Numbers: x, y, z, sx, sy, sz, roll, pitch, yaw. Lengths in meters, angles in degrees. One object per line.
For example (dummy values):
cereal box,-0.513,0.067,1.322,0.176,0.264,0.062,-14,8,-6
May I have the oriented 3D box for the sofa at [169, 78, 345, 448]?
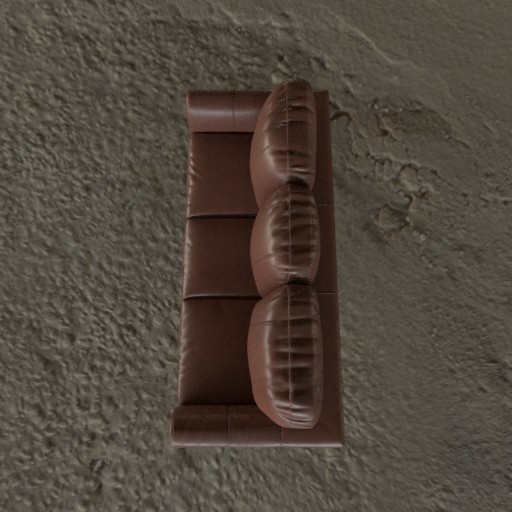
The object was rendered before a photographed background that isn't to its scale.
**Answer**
sofa,0.000,0.000,2.345,0.802,0.915,1.862,0,75,0
